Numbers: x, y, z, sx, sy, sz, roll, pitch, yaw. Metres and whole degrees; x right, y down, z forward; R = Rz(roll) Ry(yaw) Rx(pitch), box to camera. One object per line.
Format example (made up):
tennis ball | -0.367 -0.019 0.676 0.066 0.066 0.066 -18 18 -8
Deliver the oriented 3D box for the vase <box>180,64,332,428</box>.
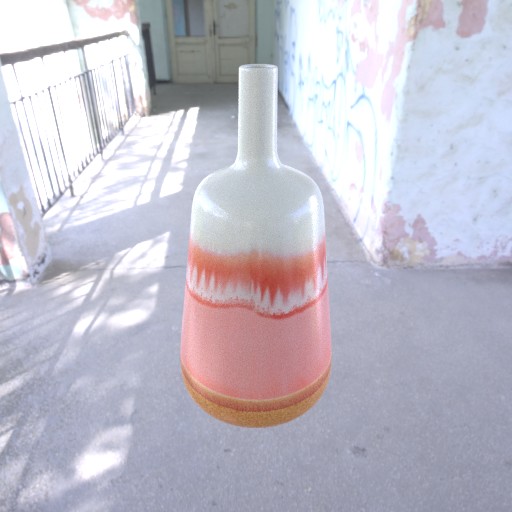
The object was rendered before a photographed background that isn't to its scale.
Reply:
vase | 0.000 0.000 0.374 0.144 0.296 0.144 0 30 0
